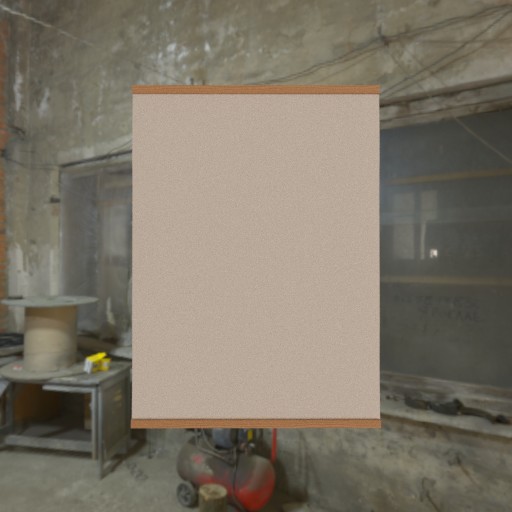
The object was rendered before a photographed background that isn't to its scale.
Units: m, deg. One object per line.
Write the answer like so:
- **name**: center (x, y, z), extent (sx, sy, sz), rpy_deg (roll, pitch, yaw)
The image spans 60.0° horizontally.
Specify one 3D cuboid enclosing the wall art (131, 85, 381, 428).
- **wall art**: center (0.000, 0.000, 1.324), extent (0.739, 1.016, 0.020), rpy_deg (0, -1, 0)
